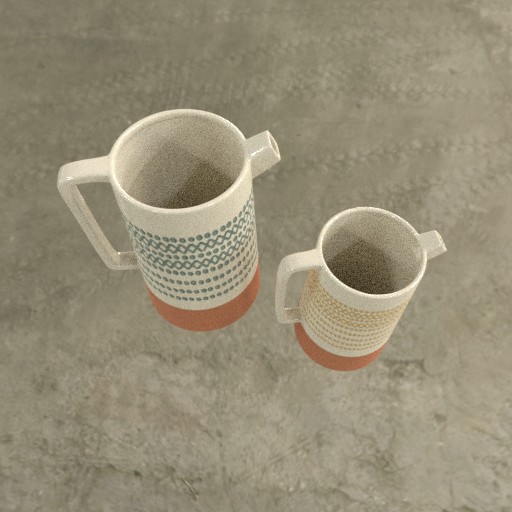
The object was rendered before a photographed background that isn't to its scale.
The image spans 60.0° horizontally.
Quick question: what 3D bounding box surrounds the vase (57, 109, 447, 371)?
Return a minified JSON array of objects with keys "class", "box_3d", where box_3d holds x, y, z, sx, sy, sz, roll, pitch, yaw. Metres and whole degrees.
[{"class":"vase","box_3d":[0.000,0.000,0.466,0.326,0.247,0.168,28,62,16]}]
